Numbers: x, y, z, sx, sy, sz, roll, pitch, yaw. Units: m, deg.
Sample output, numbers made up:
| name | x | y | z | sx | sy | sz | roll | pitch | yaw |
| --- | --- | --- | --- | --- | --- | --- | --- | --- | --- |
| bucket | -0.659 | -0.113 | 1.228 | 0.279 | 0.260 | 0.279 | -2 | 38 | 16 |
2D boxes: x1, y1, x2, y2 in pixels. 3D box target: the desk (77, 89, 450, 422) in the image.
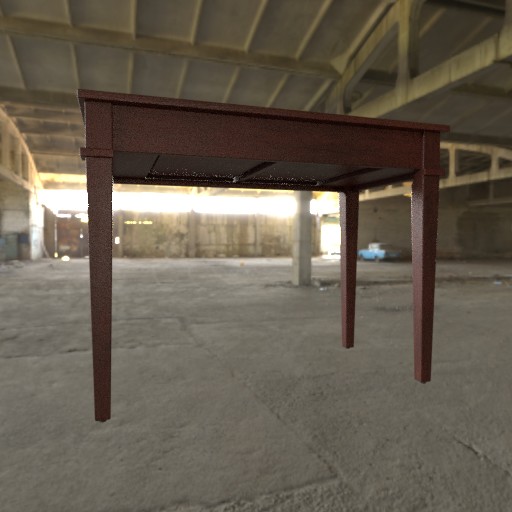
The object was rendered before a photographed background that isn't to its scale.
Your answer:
| name | x | y | z | sx | sy | sz | roll | pitch | yaw |
| --- | --- | --- | --- | --- | --- | --- | --- | --- | --- |
| desk | 0.000 | 0.000 | 1.397 | 1.001 | 0.762 | 0.549 | -1 | 2 | -18 |
